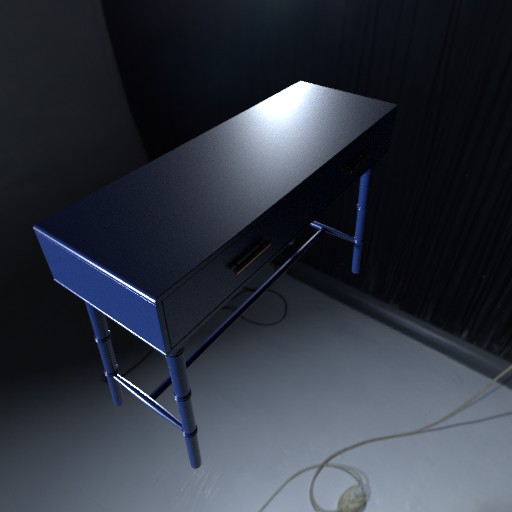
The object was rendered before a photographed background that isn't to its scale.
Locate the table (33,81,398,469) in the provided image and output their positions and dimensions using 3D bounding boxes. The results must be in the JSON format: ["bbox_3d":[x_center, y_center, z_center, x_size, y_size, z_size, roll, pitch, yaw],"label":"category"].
[{"bbox_3d":[0.000,0.000,1.467,0.399,0.749,1.118,26,47,27],"label":"table"}]
